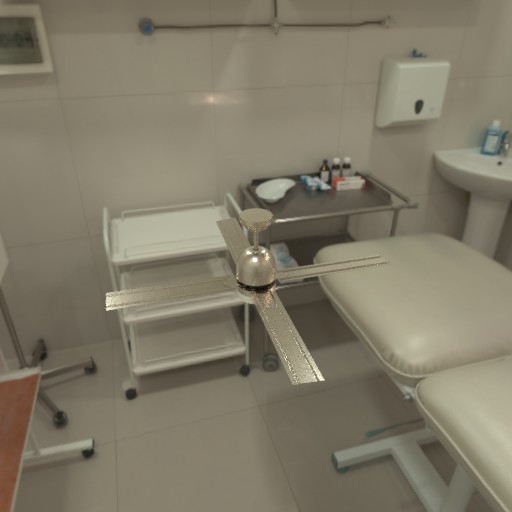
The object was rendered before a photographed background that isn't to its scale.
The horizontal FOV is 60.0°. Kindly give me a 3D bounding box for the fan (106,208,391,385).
[{"bbox_3d":[0.000,0.000,2.007,1.346,0.406,1.346,-9,31,-15],"label":"fan"}]
